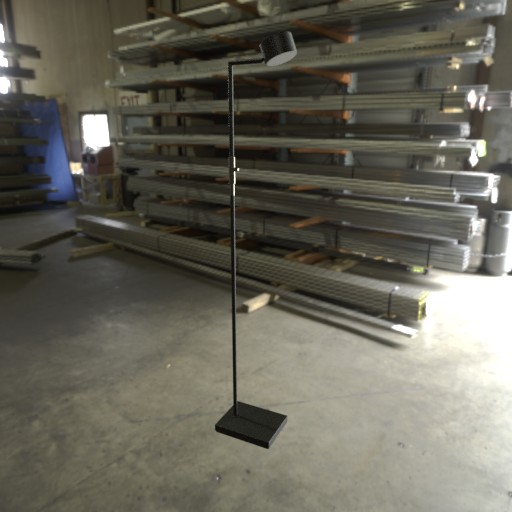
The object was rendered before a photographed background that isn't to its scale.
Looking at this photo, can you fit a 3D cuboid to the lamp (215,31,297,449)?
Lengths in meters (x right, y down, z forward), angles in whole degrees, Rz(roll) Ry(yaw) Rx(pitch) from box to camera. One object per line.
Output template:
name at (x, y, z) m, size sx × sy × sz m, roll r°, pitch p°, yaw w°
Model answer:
lamp at (0.000, 0.000, 1.764) m, size 0.304 × 1.600 × 0.203 m, roll 8°, pitch 17°, yaw 25°
